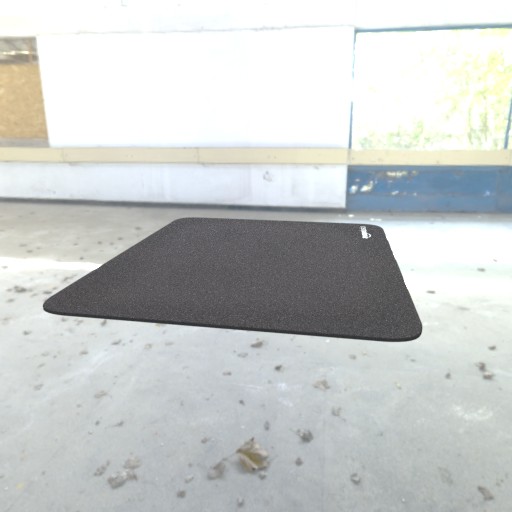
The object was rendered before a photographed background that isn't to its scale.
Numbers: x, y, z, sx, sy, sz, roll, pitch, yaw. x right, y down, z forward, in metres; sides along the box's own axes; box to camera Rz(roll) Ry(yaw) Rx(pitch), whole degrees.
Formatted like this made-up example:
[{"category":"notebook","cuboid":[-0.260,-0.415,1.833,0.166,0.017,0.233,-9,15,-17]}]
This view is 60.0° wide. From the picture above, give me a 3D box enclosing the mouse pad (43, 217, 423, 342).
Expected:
[{"category":"mouse pad","cuboid":[0.000,0.000,0.344,0.211,0.002,0.249,3,17,10]}]
